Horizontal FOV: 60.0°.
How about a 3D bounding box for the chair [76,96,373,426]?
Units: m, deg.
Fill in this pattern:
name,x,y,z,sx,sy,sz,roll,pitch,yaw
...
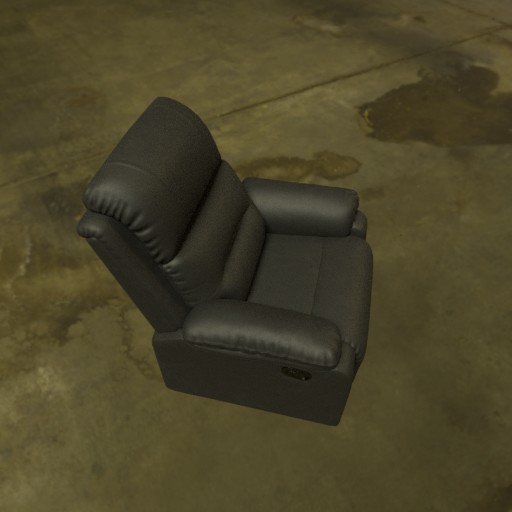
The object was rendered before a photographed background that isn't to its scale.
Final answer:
name,x,y,z,sx,sy,sz,roll,pitch,yaw
chair,0.000,0.000,1.689,0.919,0.992,0.855,10,48,9
